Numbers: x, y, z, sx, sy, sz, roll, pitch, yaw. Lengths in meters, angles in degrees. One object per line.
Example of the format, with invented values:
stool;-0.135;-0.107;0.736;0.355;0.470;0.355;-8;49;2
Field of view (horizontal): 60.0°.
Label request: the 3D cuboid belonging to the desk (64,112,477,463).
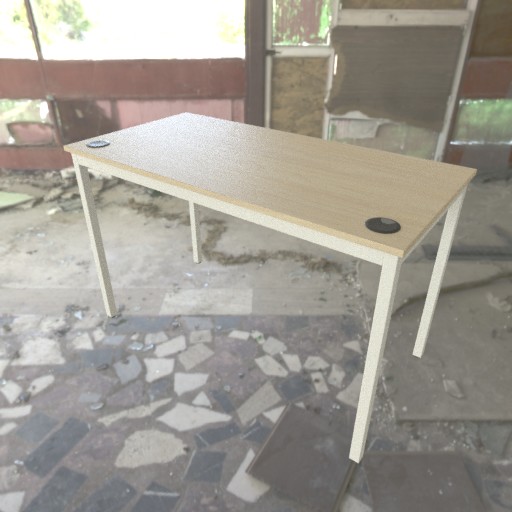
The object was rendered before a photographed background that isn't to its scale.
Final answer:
desk;0.000;0.000;1.614;1.200;0.750;0.600;21;37;31
